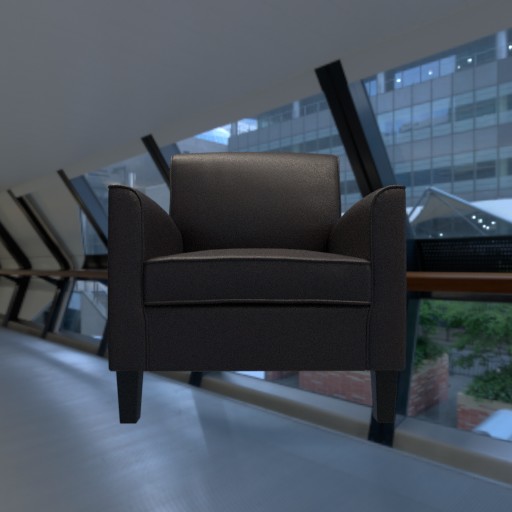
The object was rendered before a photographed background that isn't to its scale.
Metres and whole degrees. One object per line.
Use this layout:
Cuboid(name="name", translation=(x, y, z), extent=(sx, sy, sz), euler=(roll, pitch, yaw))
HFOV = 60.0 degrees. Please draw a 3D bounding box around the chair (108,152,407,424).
Cuboid(name="chair", translation=(0.000, 0.000, 1.582), extent=(0.820, 0.916, 0.819), euler=(0, 0, -1))
